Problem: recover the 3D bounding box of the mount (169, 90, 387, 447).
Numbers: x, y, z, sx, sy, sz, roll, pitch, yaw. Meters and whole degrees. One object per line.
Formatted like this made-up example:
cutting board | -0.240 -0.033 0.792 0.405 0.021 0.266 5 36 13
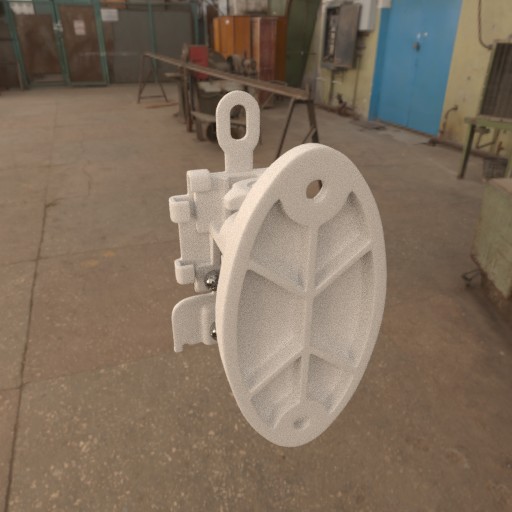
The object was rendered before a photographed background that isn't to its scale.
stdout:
mount | 0.000 0.000 0.175 0.066 0.118 0.100 -8 28 -16
